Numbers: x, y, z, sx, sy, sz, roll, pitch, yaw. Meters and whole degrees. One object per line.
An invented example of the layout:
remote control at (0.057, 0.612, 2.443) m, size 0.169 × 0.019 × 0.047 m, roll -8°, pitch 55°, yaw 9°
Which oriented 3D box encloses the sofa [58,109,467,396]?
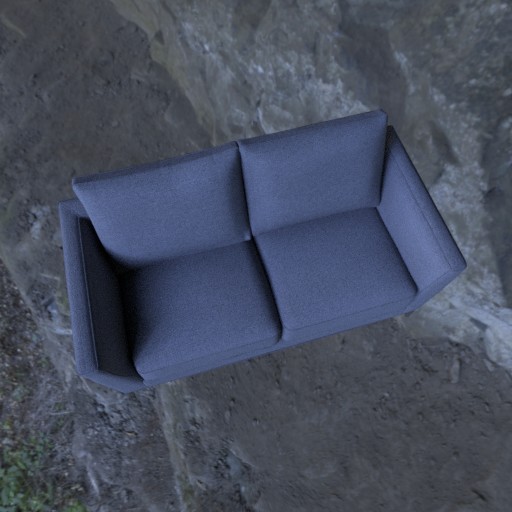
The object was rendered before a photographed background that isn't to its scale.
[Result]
sofa at (0.000, 0.000, 2.080) m, size 1.594 × 0.924 × 0.803 m, roll -15°, pitch 65°, yaw -7°
